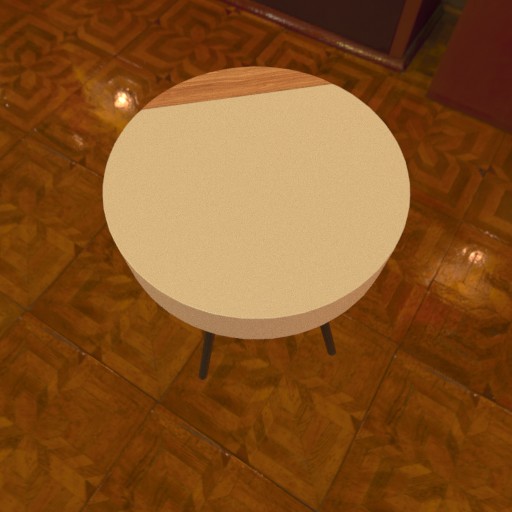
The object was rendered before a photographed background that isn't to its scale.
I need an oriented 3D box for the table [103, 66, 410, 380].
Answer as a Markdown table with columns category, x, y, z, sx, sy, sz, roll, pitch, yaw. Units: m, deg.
| category | x | y | z | sx | sy | sz | roll | pitch | yaw |
| --- | --- | --- | --- | --- | --- | --- | --- | --- | --- |
| table | 0.000 | 0.000 | 0.865 | 0.450 | 0.525 | 0.450 | 0 | 63 | 0 |
